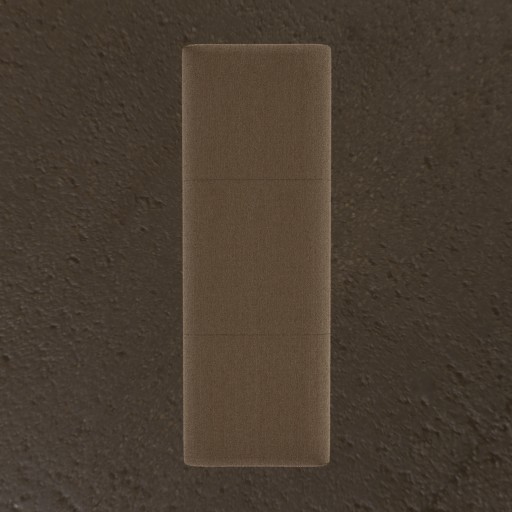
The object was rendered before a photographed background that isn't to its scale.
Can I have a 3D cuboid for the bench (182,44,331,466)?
[{"bbox_3d":[0.000,0.000,1.509,0.446,0.438,1.269,0,91,0],"label":"bench"}]
